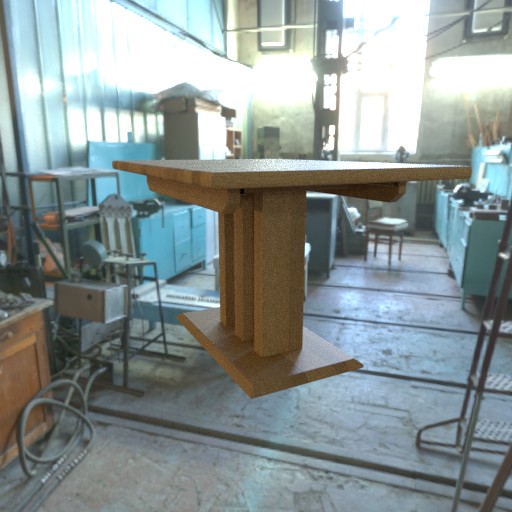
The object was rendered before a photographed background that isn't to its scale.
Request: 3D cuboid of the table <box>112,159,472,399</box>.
[{"bbox_3d":[0.000,0.000,1.869,0.900,0.770,1.300,-7,15,-26],"label":"table"}]
